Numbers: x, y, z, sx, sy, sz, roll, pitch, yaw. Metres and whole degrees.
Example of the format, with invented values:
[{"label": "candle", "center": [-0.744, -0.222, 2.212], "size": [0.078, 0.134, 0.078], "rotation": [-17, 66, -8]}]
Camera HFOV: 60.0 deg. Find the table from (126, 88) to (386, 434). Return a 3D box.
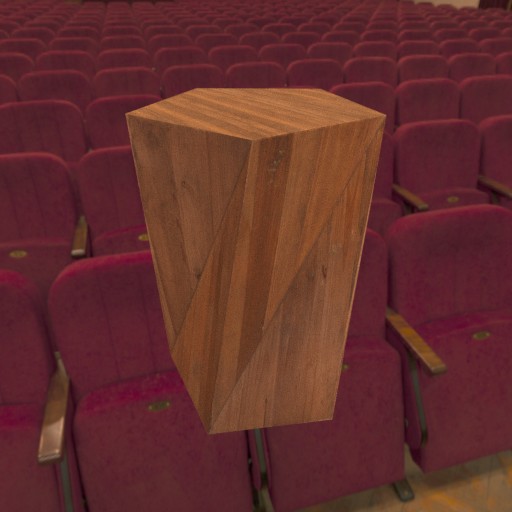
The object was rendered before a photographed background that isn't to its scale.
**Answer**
[{"label": "table", "center": [0.000, 0.000, 0.922], "size": [0.441, 0.604, 0.425], "rotation": [-8, 31, -13]}]
